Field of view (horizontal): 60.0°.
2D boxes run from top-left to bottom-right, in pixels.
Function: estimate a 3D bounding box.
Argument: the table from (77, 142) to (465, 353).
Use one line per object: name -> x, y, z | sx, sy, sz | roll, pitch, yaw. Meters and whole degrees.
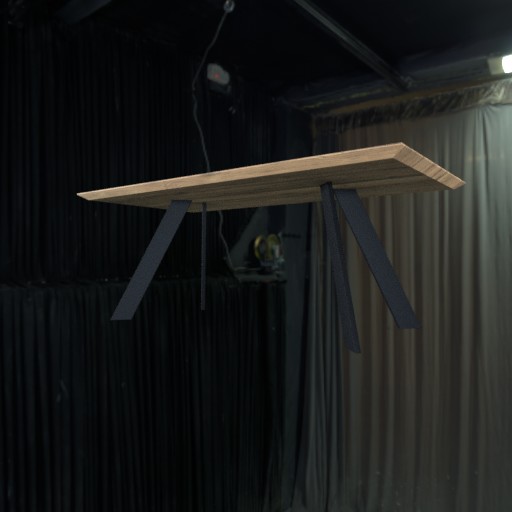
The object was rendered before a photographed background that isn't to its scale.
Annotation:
table -> 0.000, 0.000, 2.524 | 2.000, 0.770, 1.000 | 0, 0, 37
